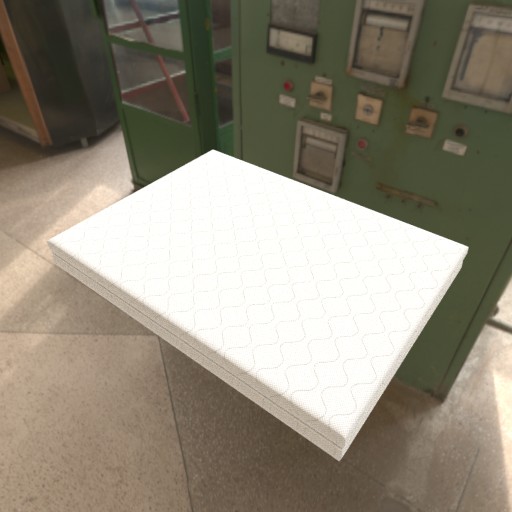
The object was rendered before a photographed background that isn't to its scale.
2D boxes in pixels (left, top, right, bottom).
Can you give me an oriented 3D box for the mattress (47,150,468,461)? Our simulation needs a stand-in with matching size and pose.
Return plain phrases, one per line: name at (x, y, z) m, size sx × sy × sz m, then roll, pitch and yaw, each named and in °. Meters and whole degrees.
mattress at (0.000, 0.000, 2.520) m, size 1.900 × 0.200 × 1.400 m, roll 27°, pitch 47°, yaw 28°
